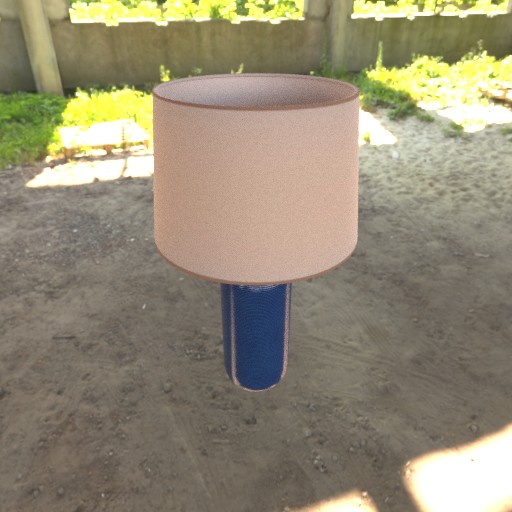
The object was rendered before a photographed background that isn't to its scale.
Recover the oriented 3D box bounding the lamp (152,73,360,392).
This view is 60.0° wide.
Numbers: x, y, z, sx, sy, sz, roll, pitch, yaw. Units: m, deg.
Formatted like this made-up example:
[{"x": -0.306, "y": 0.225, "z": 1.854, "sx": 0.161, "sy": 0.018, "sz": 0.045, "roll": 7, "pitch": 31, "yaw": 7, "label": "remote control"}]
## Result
[{"x": 0.000, "y": 0.000, "z": 0.844, "sx": 0.367, "sy": 0.609, "sz": 0.367, "roll": 0, "pitch": 29, "yaw": 0, "label": "lamp"}]
